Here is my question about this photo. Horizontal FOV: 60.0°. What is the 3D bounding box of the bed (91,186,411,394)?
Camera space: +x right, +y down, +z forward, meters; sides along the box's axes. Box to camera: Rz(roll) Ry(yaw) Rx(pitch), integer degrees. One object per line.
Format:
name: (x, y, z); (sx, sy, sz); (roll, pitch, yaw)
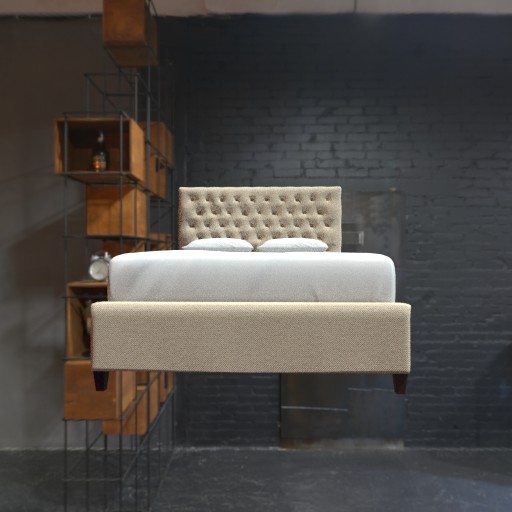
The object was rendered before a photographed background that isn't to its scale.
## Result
bed: (0.000, 0.000, 3.480); (1.698, 1.427, 2.387); (0, 0, 2)
